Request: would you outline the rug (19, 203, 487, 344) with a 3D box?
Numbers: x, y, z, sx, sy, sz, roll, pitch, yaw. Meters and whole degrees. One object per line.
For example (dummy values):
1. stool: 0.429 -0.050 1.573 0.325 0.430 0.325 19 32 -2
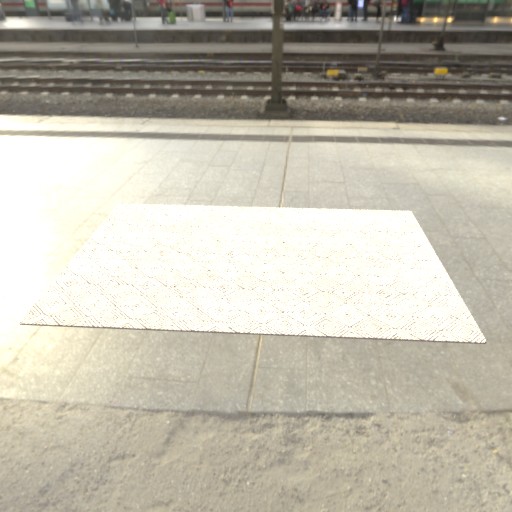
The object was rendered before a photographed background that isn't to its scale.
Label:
1. rug: 0.000 0.000 2.189 1.783 0.008 1.175 2 30 3
